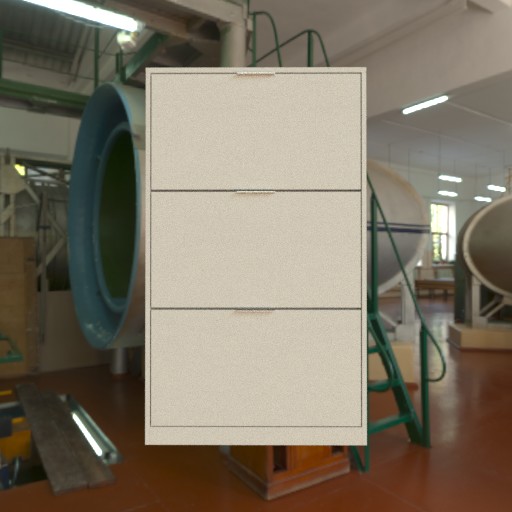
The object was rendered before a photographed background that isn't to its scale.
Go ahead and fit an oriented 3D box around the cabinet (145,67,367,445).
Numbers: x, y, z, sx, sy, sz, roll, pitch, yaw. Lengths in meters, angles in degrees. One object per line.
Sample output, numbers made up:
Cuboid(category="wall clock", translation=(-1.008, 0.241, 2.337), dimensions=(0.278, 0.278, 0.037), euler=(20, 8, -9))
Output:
Cuboid(category="cabinet", translation=(0.000, 0.000, 1.613), dimensions=(0.750, 1.280, 0.250), euler=(0, 0, 0))
